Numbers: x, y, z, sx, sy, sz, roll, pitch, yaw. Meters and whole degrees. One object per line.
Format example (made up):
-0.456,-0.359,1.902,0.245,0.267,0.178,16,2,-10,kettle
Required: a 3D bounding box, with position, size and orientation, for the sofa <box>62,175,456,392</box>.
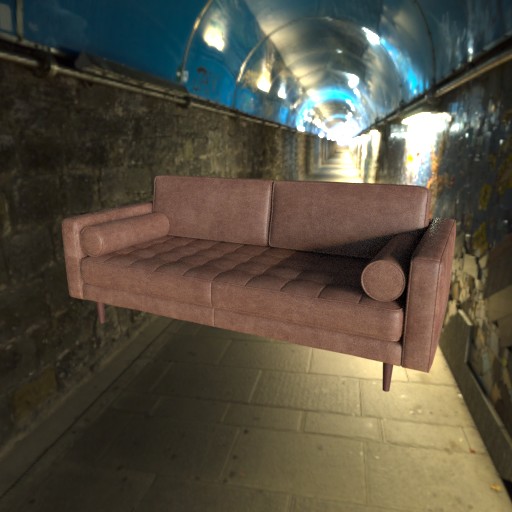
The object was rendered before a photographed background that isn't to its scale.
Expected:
0.000,0.000,2.322,1.870,0.760,0.910,7,16,26,sofa
